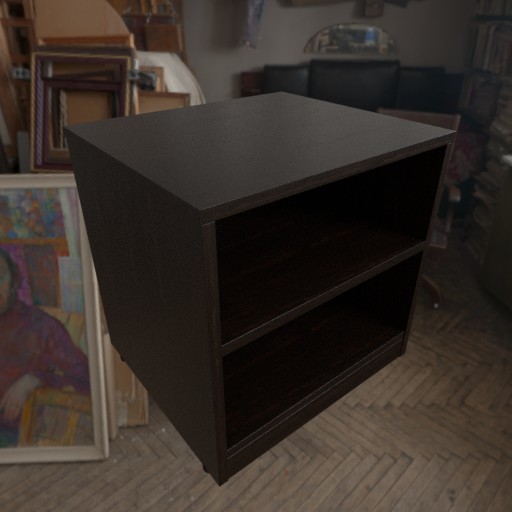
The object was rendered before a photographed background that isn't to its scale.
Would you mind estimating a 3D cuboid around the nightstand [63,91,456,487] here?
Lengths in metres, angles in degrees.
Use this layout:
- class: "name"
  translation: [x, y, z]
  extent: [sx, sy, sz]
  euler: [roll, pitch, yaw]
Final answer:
- class: "nightstand"
  translation: [0.000, 0.000, 0.853]
  extent: [0.489, 0.487, 0.427]
  euler: [-22, 37, -32]
